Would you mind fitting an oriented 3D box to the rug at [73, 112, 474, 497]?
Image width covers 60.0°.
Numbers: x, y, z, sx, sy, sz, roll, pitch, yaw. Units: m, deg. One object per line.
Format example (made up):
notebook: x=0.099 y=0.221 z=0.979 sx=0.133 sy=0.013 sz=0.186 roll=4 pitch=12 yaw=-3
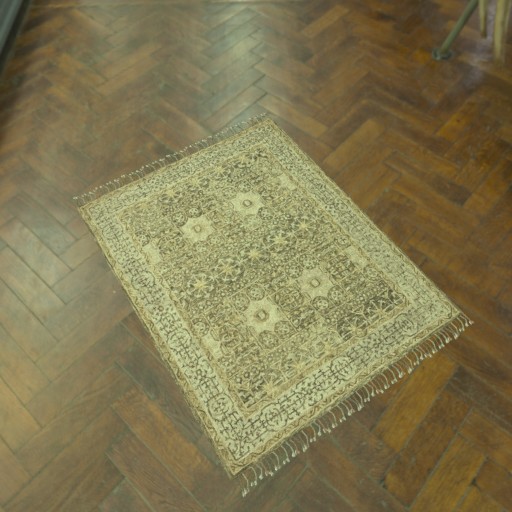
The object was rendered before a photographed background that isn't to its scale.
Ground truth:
rug: x=0.000 y=0.000 z=4.244 sx=2.431 sy=0.017 sz=3.291 roll=-29 pitch=63 yaw=-17
